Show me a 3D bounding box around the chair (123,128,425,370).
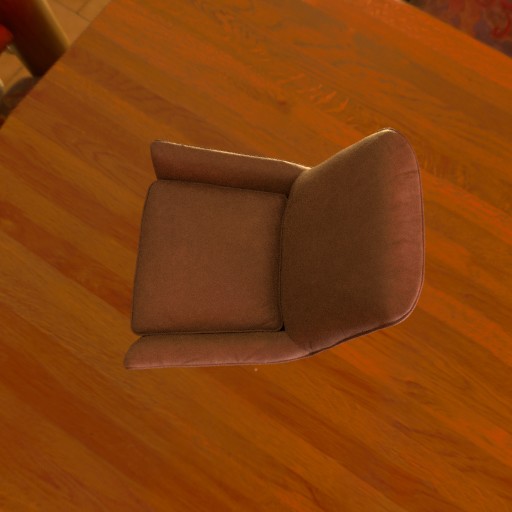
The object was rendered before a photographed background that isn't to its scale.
[{"bbox_3d":[0.000,0.000,1.495,0.824,0.888,0.787,3,76,1],"label":"chair"}]
